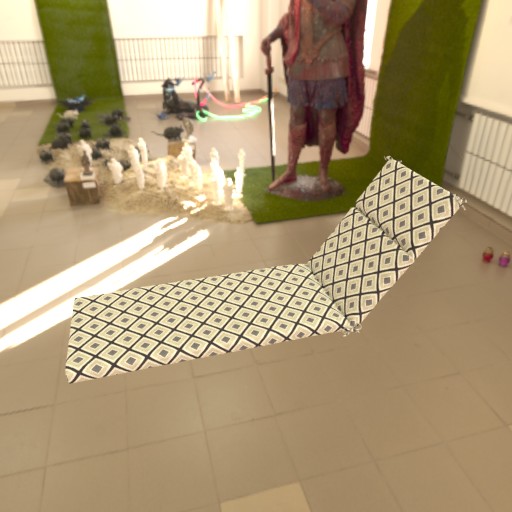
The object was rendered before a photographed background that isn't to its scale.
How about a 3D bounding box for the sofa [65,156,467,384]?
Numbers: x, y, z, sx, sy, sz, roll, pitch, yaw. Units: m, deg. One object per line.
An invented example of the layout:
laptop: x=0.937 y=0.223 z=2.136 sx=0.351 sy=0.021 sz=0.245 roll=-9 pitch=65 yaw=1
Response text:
sofa: x=0.000 y=0.000 z=1.965 sx=1.663 sy=0.622 sz=0.582 roll=-8 pitch=32 yaw=-14
